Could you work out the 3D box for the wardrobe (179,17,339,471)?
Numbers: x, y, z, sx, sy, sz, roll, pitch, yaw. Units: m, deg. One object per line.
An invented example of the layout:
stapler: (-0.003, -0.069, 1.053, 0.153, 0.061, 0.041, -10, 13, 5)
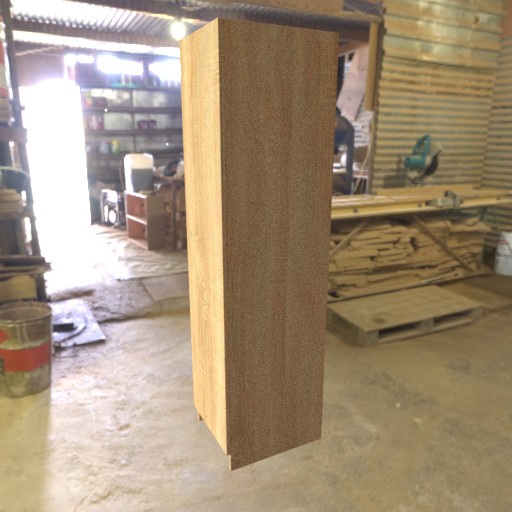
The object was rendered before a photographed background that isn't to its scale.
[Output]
wardrobe: (0.000, 0.000, 2.345, 0.588, 2.117, 0.496, -8, 17, -26)
